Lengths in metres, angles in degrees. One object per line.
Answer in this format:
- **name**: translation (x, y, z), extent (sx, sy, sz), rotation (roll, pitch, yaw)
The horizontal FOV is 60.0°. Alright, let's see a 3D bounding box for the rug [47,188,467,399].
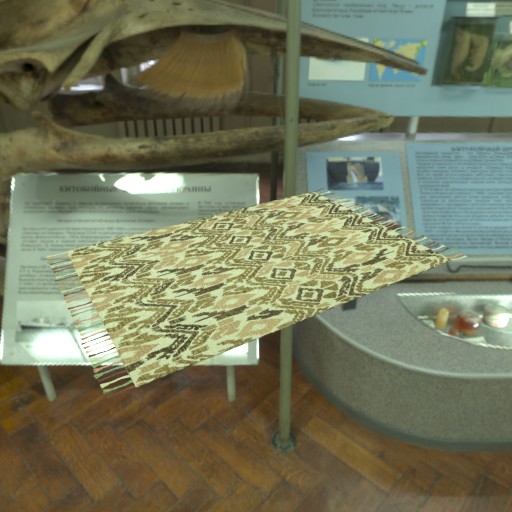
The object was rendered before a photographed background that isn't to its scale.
- **rug**: translation (0.000, 0.000, 3.000), extent (2.438, 0.008, 1.524), rotation (-17, 33, -27)
